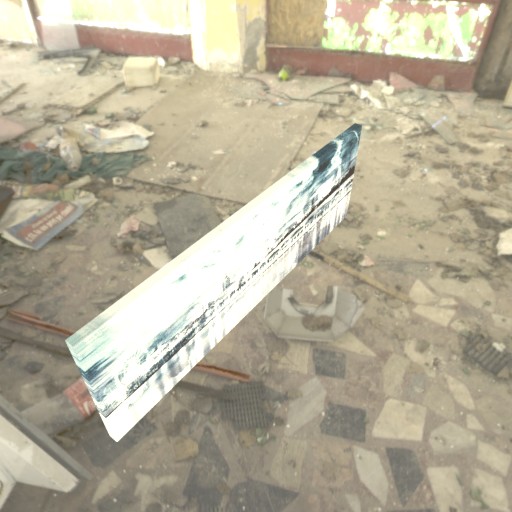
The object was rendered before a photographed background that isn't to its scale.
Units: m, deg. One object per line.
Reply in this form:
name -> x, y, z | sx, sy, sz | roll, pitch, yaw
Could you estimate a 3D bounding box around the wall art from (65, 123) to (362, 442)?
wall art -> 0.000, 0.000, 1.717 | 0.037, 0.509, 1.524 | 27, 49, 27
